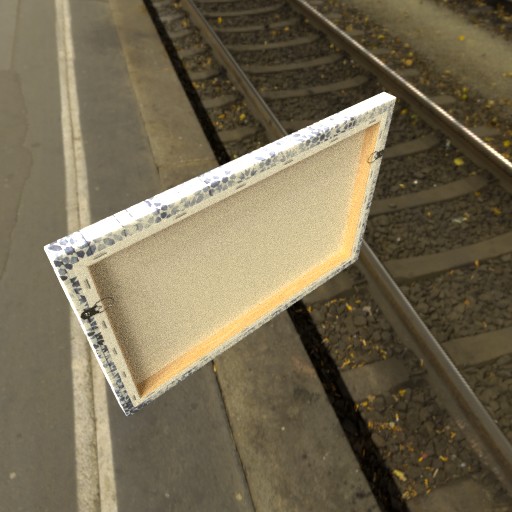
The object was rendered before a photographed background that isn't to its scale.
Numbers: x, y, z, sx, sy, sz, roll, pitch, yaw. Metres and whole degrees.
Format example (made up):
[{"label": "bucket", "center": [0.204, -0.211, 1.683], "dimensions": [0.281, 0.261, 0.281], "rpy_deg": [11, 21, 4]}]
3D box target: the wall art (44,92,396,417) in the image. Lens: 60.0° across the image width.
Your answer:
[{"label": "wall art", "center": [0.000, 0.000, 0.780], "dimensions": [0.608, 0.406, 0.030], "rpy_deg": [-31, 53, -26]}]
